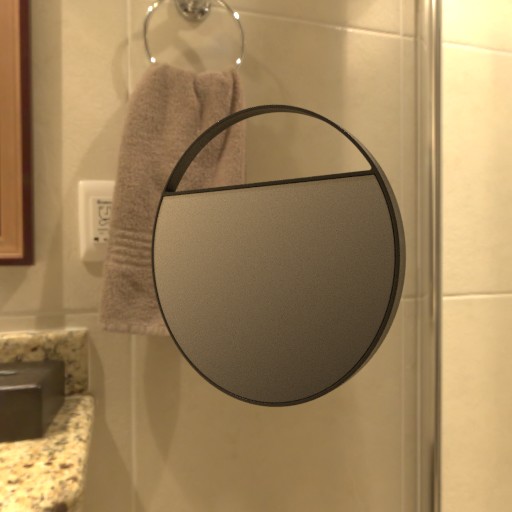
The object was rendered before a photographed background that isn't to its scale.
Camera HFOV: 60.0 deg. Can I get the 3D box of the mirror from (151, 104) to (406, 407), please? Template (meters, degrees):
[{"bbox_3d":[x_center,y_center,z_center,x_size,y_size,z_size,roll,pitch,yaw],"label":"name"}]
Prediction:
[{"bbox_3d":[0.000,0.000,0.857,0.565,0.565,0.032,0,1,36],"label":"mirror"}]
